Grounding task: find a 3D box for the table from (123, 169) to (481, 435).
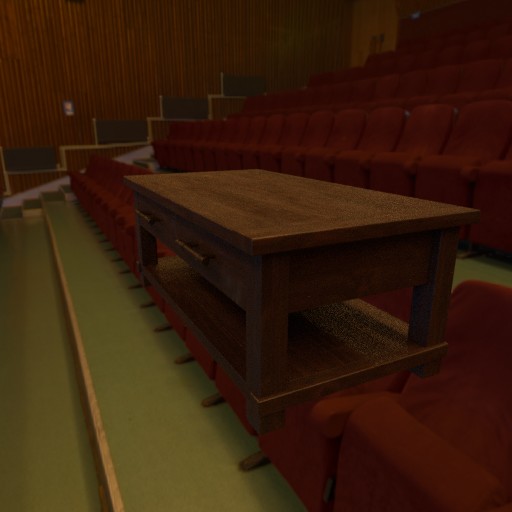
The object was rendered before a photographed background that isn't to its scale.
[{"bbox_3d":[0.000,0.000,1.629,0.700,0.494,1.270,-8,18,-26],"label":"table"}]
